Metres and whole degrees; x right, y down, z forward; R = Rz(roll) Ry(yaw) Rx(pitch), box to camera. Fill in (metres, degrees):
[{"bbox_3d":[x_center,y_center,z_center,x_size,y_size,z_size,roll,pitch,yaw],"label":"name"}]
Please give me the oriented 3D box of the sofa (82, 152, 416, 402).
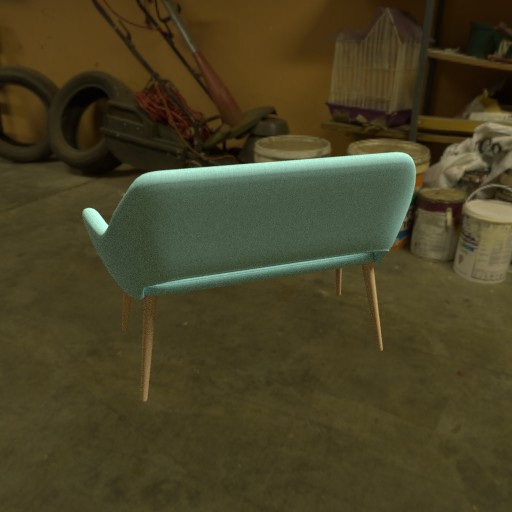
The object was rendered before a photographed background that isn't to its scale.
[{"bbox_3d":[0.000,0.000,1.638,1.150,0.840,0.610,-8,27,-16],"label":"sofa"}]
